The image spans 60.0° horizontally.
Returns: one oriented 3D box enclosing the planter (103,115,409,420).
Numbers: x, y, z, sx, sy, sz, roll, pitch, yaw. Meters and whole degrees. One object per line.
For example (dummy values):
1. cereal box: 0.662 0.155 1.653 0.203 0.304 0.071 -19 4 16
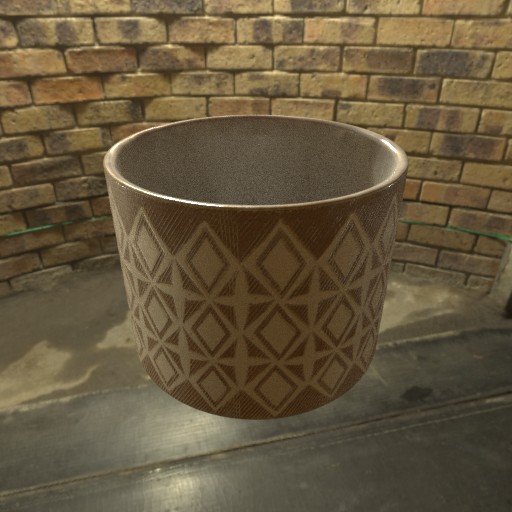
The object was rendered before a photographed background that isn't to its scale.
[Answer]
1. planter: 0.000 0.000 0.333 0.193 0.165 0.193 0 30 0
